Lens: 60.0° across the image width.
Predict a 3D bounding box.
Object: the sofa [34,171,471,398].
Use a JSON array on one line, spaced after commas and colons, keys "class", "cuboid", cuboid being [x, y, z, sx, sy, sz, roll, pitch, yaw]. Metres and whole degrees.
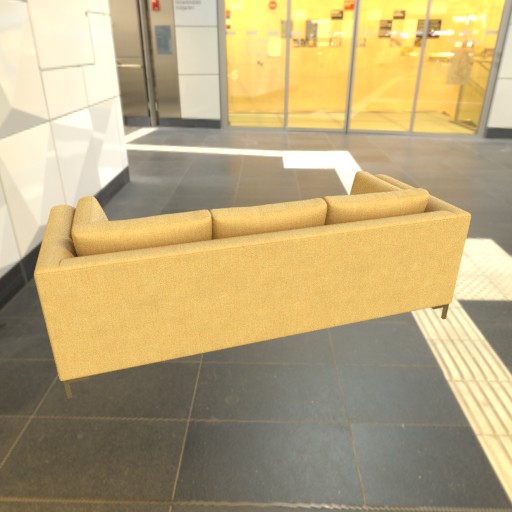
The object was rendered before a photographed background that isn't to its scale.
[{"class": "sofa", "cuboid": [0.000, 0.000, 2.867, 2.415, 0.867, 0.969, -8, 27, -16]}]
